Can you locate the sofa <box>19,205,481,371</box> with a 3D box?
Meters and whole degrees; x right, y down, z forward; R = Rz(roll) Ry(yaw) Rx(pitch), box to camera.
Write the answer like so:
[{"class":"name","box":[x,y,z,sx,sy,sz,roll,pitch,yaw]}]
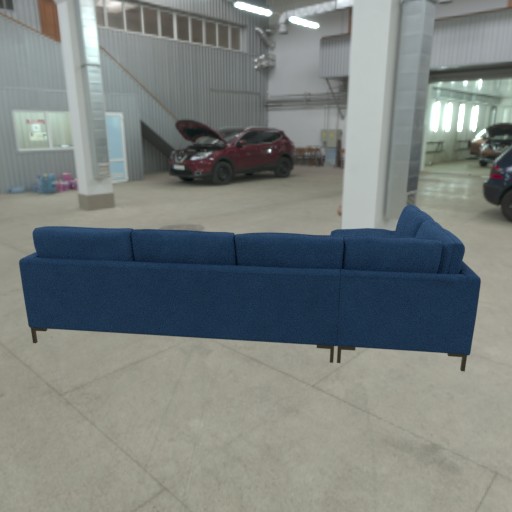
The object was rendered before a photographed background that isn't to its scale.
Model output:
[{"class":"sofa","box":[0.000,0.000,3.729,2.949,0.815,2.007,2,16,7]}]
